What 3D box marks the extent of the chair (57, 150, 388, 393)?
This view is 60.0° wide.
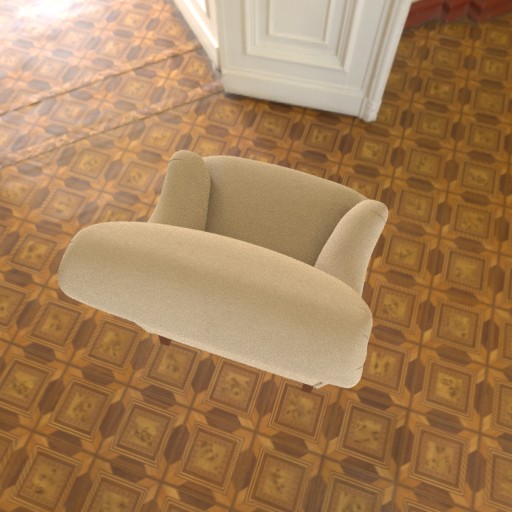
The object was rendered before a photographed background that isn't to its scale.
[{"bbox_3d":[0.000,0.000,1.516,0.766,0.942,0.842,16,65,8],"label":"chair"}]
